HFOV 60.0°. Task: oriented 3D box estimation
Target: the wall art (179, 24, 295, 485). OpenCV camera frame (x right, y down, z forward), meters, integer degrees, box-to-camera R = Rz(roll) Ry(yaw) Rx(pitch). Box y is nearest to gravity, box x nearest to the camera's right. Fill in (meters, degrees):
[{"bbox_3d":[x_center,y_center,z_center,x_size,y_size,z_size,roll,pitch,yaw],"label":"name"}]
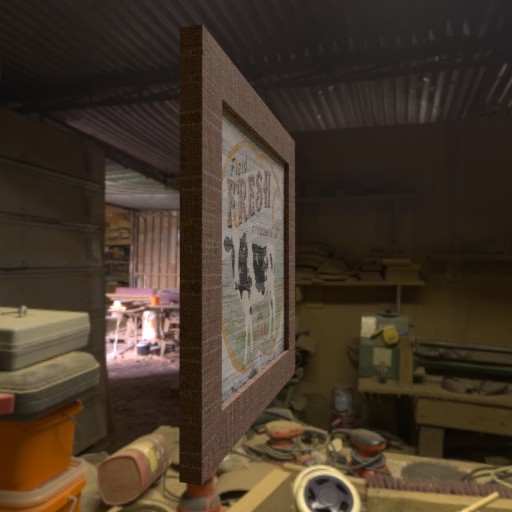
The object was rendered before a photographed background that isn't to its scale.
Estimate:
[{"bbox_3d":[0.000,0.000,0.768,0.029,0.531,0.531,0,-1,17],"label":"wall art"}]
